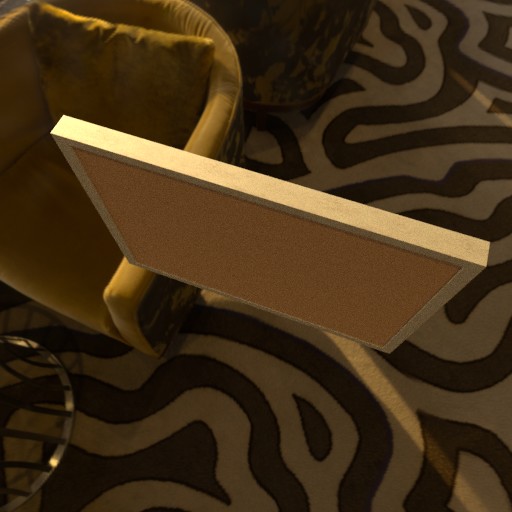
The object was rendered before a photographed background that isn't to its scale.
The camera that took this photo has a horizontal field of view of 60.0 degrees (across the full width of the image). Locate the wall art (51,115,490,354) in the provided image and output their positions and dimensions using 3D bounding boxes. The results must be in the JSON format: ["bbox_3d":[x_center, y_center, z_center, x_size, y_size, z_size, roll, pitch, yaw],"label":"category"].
[{"bbox_3d":[0.000,0.000,0.687,0.532,0.380,0.032,18,65,9],"label":"wall art"}]
